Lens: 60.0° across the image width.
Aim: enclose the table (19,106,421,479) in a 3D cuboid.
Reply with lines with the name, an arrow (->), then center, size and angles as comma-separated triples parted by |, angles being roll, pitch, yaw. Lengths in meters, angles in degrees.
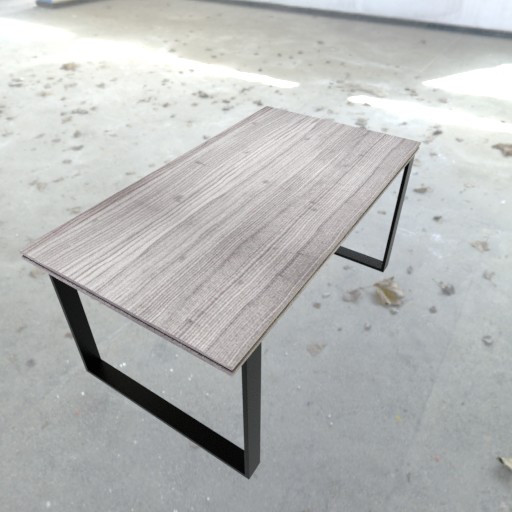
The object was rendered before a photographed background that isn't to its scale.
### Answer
table -> 0.000, 0.000, 2.050 | 0.881, 0.736, 1.579 | 22, 44, 25
